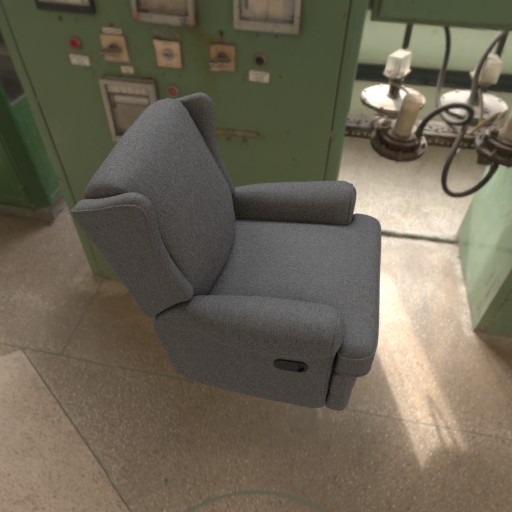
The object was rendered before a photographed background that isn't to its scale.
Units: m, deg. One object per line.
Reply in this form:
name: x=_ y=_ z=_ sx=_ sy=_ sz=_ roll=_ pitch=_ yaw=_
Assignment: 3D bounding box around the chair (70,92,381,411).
chair: x=0.000 y=0.000 z=1.735 sx=0.969 sy=1.011 sz=0.847 roll=9 pitch=47 yaw=8
